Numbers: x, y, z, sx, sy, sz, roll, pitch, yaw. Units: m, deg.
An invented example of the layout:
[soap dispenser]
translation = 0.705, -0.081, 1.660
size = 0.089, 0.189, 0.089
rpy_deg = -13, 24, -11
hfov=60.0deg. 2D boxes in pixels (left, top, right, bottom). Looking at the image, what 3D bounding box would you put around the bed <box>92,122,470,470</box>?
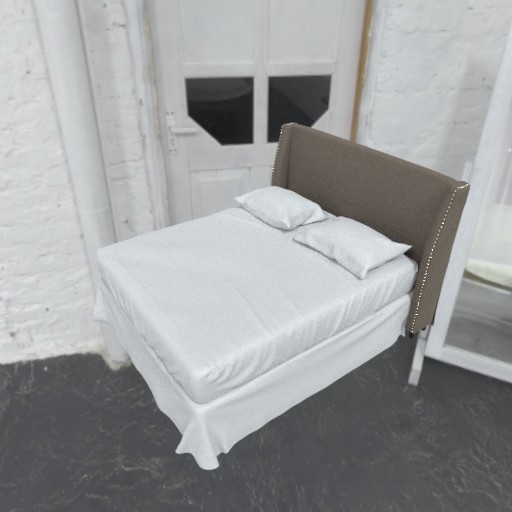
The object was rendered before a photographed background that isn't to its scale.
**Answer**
[bed]
translation = 0.000, 0.000, 3.450
size = 2.276, 1.332, 1.925
rpy_deg = -21, 38, -30
